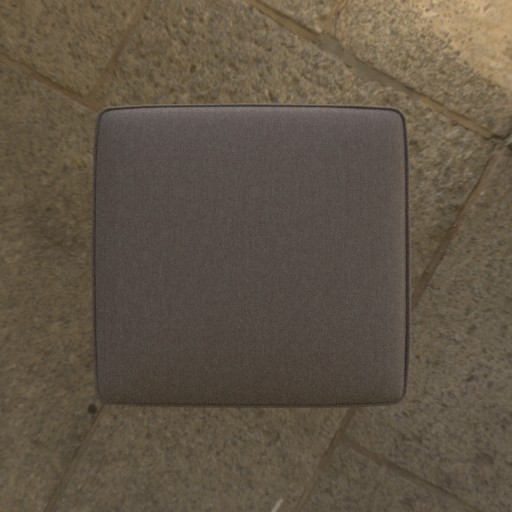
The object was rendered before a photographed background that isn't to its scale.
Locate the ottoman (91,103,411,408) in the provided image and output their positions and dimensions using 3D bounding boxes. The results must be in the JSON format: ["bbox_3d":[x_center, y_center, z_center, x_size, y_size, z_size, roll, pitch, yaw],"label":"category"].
[{"bbox_3d":[0.000,0.000,1.391,0.871,0.612,0.808,0,90,0],"label":"ottoman"}]
